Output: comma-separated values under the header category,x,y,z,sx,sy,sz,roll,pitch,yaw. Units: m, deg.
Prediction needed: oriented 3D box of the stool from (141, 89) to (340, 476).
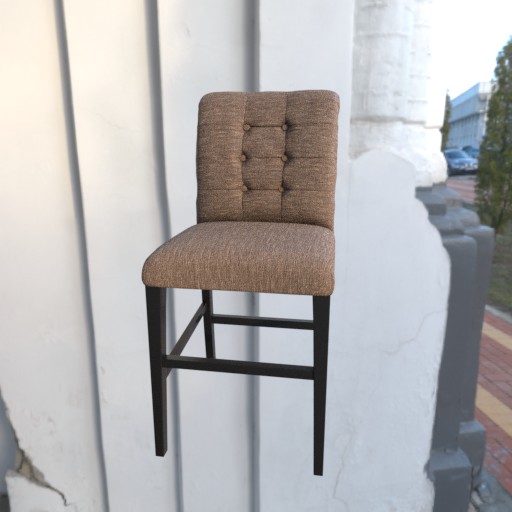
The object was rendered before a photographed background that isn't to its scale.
category,x,y,z,sx,sy,sz,roll,pitch,yaw
stool,0.000,0.000,1.302,0.457,0.970,0.611,2,14,9
